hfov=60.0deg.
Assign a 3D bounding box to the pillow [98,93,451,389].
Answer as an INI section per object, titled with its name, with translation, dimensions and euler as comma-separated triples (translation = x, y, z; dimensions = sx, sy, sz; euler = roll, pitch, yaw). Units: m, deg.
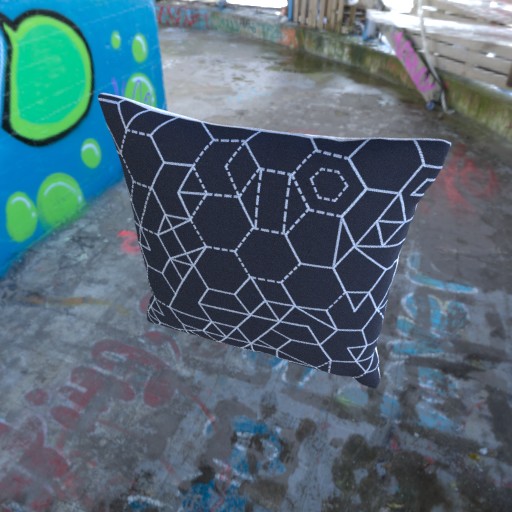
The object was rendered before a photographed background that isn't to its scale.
[pillow]
translation = 0.000, 0.000, 0.776
dimensions = 0.517, 0.508, 0.158
euler = 13, 40, 15
